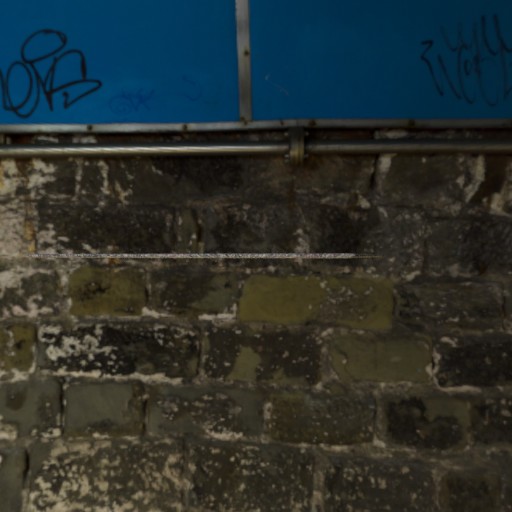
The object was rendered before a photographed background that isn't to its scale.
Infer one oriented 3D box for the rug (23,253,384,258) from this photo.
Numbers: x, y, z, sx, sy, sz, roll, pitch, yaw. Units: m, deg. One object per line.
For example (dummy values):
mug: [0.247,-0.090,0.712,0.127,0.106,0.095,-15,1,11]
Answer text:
rug: [0.000,0.000,2.198,1.158,0.013,1.752,0,0,18]
